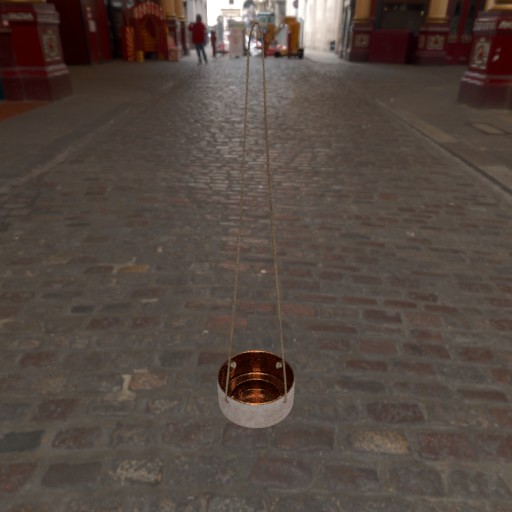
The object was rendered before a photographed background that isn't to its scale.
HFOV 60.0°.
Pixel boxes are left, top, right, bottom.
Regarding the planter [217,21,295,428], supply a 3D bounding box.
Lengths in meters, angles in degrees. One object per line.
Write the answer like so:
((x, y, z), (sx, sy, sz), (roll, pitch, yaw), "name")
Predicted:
((0.000, 0.000, 1.100), (0.223, 1.030, 0.223), (0, 28, 0), "planter")
